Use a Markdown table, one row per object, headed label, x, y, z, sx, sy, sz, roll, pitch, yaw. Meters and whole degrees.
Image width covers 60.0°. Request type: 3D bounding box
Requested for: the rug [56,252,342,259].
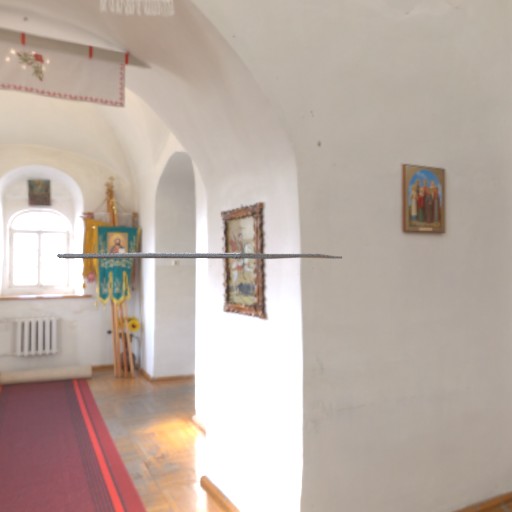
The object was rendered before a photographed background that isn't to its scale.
| label | x | y | z | sx | sy | sz | roll | pitch | yaw |
| --- | --- | --- | --- | --- | --- | --- | --- | --- | --- |
| rug | 0.000 | 0.000 | 2.520 | 0.675 | 0.037 | 2.341 | 0 | 0 | 18 |
